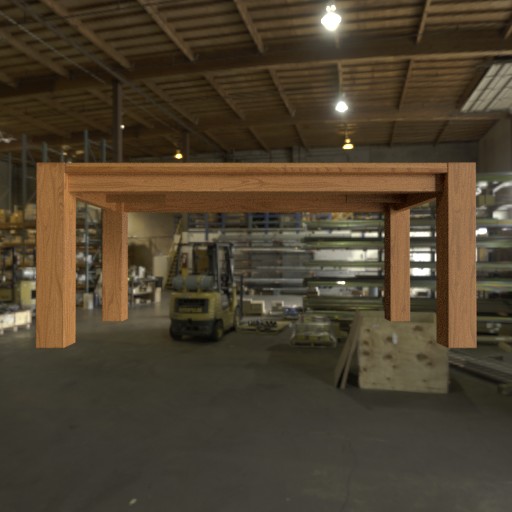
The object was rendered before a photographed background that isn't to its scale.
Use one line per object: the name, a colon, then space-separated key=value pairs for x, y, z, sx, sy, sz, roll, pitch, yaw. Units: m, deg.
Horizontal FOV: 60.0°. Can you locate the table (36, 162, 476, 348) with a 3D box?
table: x=0.000 y=0.000 z=2.261 sx=1.800 sy=0.760 sz=0.900 roll=0 pitch=0 yaw=0
